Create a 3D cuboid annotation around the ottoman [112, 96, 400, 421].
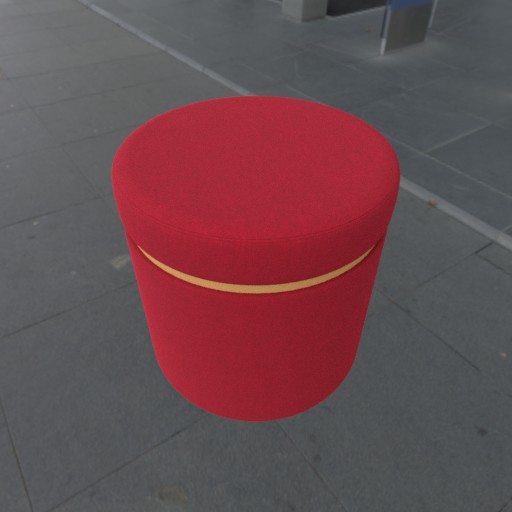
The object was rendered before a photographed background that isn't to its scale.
[{"bbox_3d":[0.000,0.000,0.750,0.400,0.406,0.400,0,42,0],"label":"ottoman"}]
